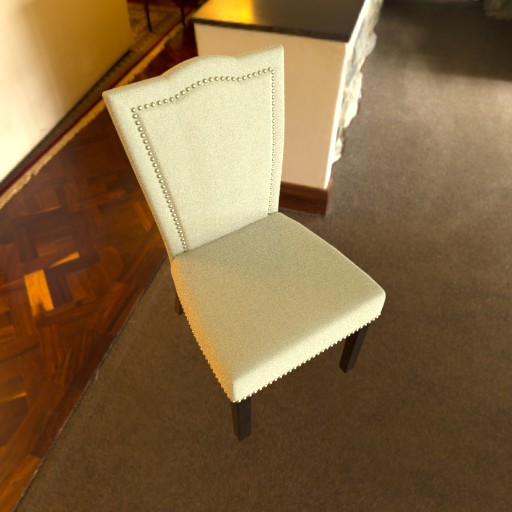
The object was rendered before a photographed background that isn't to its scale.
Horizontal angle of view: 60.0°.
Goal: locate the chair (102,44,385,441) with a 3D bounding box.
[{"bbox_3d":[0.000,0.000,1.274,0.518,0.946,0.589,-26,52,-22],"label":"chair"}]
